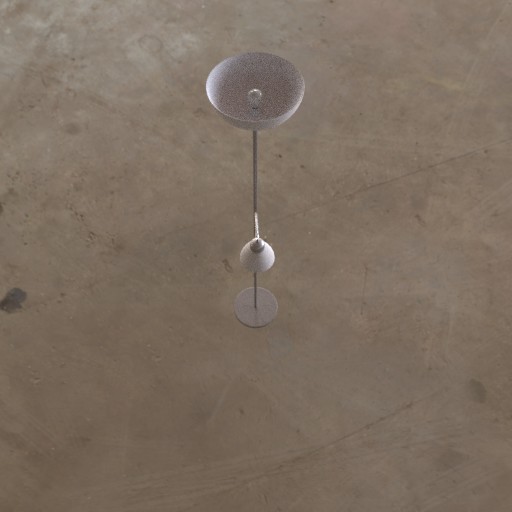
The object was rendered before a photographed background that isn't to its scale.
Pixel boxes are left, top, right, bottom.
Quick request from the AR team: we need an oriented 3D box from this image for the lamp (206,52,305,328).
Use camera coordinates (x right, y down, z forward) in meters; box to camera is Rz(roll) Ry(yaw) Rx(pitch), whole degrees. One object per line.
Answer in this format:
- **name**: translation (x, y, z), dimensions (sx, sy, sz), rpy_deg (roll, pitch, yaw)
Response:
- **lamp**: translation (0.000, 0.000, 1.994), dimensions (0.279, 1.804, 0.425), rpy_deg (-2, 64, -1)
